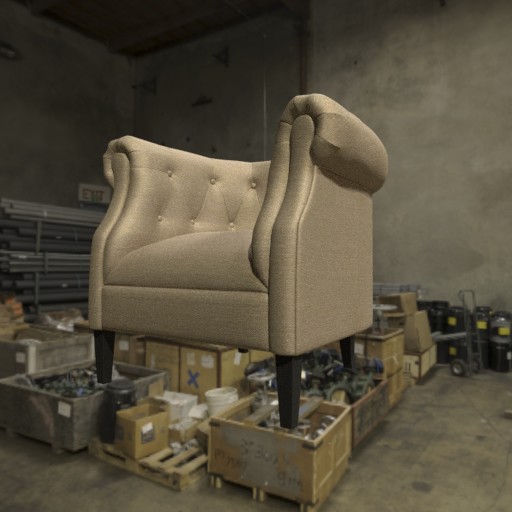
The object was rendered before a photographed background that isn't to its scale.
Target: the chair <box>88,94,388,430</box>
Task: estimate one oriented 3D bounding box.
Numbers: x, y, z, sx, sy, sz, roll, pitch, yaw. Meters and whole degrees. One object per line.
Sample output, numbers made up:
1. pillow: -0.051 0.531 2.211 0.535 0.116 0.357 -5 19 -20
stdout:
1. chair: 0.000 0.000 1.566 0.905 0.827 0.852 0 -1 34
